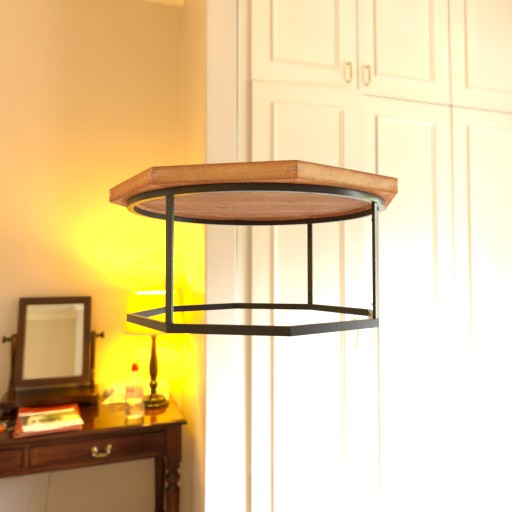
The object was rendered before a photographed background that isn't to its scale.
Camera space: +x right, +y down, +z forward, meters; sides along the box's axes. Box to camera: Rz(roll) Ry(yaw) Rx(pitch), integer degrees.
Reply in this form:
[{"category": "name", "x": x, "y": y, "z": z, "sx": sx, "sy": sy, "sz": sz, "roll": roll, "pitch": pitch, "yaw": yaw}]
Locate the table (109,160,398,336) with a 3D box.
[{"category": "table", "x": 0.000, "y": 0.000, "z": 1.576, "sx": 1.002, "sy": 0.444, "sz": 1.002, "roll": 0, "pitch": -2, "yaw": 0}]
